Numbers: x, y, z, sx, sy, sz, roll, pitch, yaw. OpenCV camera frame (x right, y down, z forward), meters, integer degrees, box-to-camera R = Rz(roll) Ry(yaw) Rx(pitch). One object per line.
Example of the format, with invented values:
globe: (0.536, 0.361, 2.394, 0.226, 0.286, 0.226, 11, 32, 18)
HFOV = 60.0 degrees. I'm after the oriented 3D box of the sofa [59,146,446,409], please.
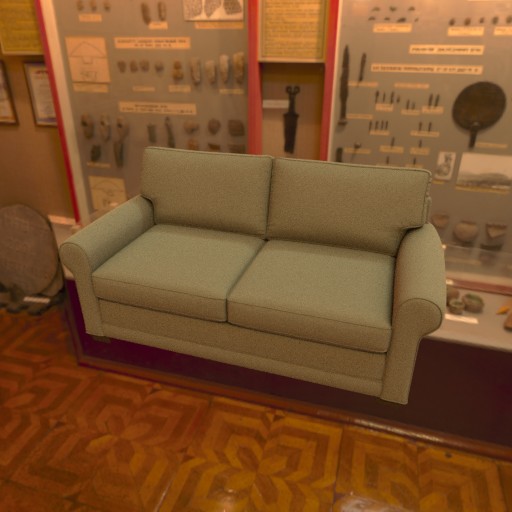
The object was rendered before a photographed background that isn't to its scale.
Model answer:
sofa: (0.000, 0.000, 2.444, 1.930, 0.952, 0.940, 8, 28, 16)
